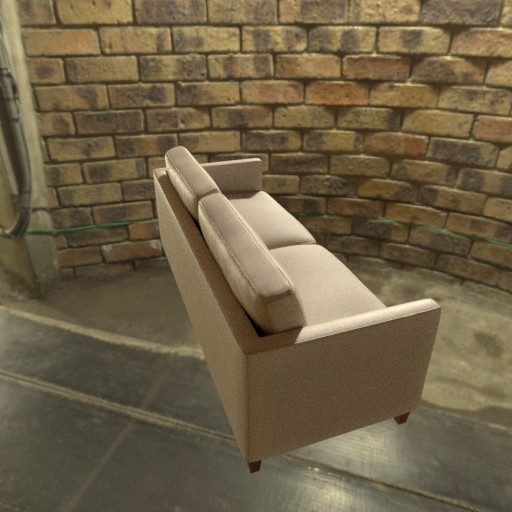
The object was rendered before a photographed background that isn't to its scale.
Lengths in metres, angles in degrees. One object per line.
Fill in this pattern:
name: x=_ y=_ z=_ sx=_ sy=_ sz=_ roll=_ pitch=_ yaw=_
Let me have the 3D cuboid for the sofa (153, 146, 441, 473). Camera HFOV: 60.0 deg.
sofa: x=0.000 y=0.000 z=2.880 sx=0.951 sy=0.968 sz=2.361 roll=-10 pitch=31 yaw=-17
